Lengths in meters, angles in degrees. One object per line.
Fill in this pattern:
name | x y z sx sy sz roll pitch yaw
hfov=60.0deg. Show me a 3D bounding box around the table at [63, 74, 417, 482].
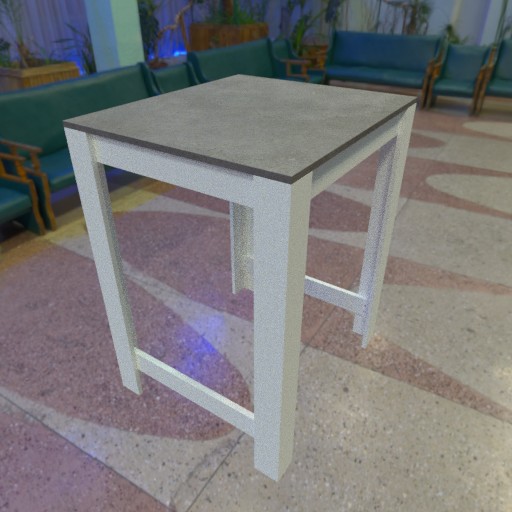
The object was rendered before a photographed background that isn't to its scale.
table | 0.000 0.000 1.562 0.700 1.020 0.800 20 37 28
